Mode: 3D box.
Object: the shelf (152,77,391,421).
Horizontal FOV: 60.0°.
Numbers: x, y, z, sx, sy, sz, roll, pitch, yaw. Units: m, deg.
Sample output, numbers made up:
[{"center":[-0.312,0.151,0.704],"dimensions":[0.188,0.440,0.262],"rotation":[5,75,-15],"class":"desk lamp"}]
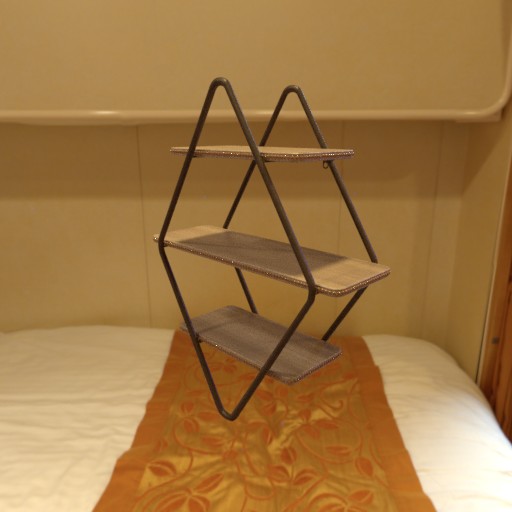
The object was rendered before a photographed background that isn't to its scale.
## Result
[{"center":[0.000,0.000,1.053],"dimensions":[0.609,0.774,0.234],"rotation":[15,22,43],"class":"shelf"}]
